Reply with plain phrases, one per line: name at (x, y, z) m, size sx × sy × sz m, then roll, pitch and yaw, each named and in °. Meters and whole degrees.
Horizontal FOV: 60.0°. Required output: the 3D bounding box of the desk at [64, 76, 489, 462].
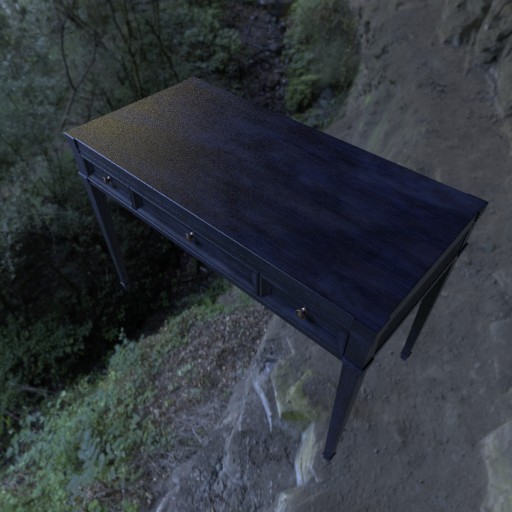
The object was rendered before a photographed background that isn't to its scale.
desk at (0.000, 0.000, 1.755) m, size 1.289 × 0.861 × 0.630 m, roll 33°, pitch 54°, yaw 28°
